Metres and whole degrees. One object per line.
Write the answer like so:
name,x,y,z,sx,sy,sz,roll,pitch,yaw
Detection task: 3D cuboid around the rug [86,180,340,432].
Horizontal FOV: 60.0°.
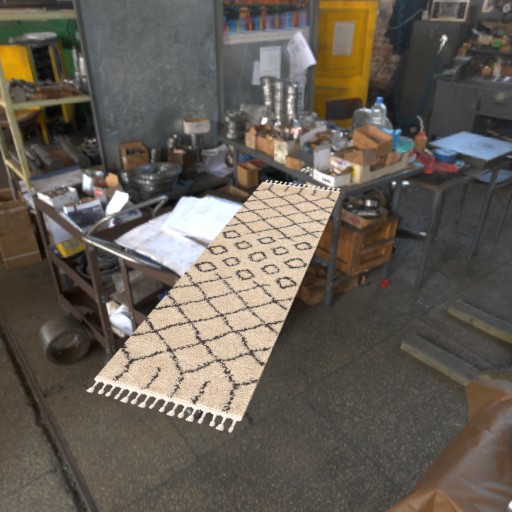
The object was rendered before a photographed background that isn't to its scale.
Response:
rug,0.000,0.000,2.726,0.660,0.005,2.464,10,32,16
